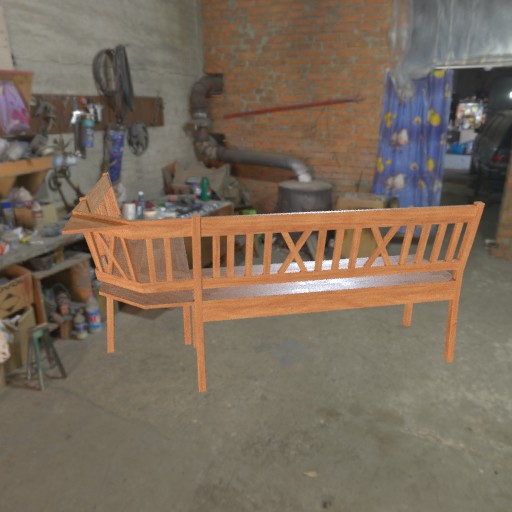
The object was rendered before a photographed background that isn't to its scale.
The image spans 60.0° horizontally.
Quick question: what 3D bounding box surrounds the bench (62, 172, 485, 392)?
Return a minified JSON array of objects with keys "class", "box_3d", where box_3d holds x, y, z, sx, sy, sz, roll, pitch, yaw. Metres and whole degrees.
[{"class":"bench","box_3d":[0.000,0.000,2.804,1.937,0.902,1.537,-4,18,-11]}]
